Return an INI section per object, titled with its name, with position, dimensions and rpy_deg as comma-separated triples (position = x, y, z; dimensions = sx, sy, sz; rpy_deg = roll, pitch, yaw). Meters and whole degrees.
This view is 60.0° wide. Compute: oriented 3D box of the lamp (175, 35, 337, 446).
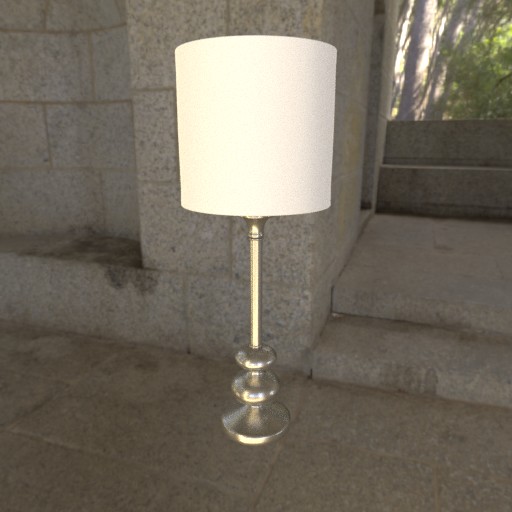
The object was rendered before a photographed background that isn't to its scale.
[lamp]
position = 0.000, 0.000, 0.788
dimensions = 0.254, 0.690, 0.254
rpy_deg = -2, 15, -9
